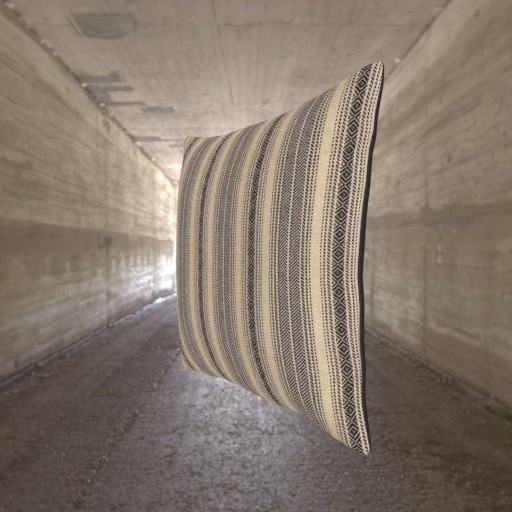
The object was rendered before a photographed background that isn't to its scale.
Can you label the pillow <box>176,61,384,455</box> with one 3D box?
[{"bbox_3d":[0.000,0.000,0.773,0.166,0.508,0.520,-1,2,-37],"label":"pillow"}]
